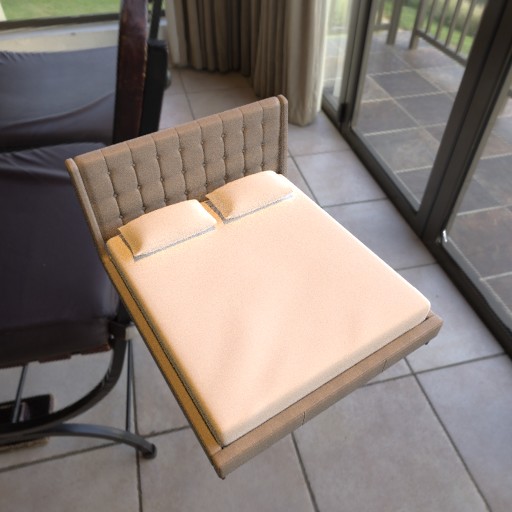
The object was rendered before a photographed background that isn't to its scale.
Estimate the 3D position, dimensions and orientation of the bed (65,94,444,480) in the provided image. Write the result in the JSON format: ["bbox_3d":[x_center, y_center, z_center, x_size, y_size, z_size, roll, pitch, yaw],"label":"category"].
[{"bbox_3d":[0.000,0.000,3.588,2.062,1.289,2.342,-25,50,-22],"label":"bed"}]
